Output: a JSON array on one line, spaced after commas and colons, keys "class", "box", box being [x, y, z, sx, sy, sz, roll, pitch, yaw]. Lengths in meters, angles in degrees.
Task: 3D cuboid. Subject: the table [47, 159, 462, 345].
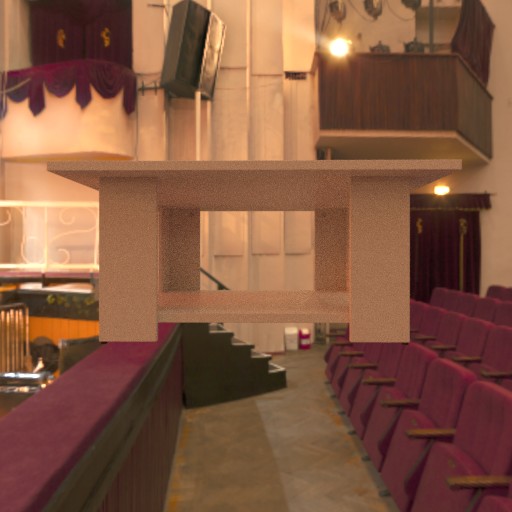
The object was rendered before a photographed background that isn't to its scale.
[{"class": "table", "box": [0.000, 0.000, 1.050, 0.670, 0.305, 0.670, 0, 0, 1]}]
